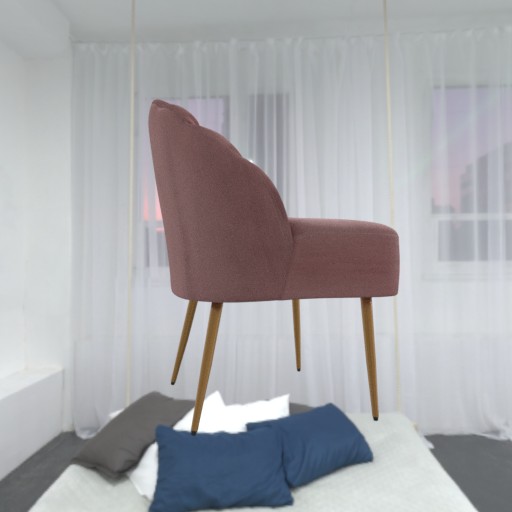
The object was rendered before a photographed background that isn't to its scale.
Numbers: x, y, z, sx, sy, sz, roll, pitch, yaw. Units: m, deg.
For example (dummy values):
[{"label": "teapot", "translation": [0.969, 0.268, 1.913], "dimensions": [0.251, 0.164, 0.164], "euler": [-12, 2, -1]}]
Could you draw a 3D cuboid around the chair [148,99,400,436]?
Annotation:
[{"label": "chair", "translation": [0.000, 0.000, 1.273], "dimensions": [0.599, 0.819, 0.657], "euler": [0, 0, -17]}]
